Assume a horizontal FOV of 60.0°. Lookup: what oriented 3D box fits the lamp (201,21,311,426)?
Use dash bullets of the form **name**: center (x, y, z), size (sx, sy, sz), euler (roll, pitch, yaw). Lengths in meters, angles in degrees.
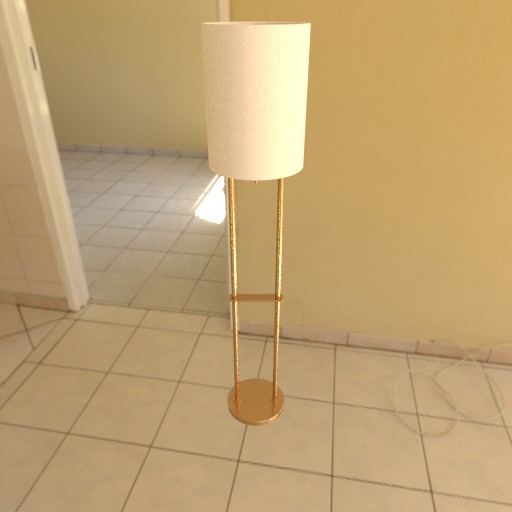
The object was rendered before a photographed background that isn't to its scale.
- **lamp**: center (0.000, 0.000, 1.612), size (0.306, 1.500, 0.305), euler (0, 29, 0)
